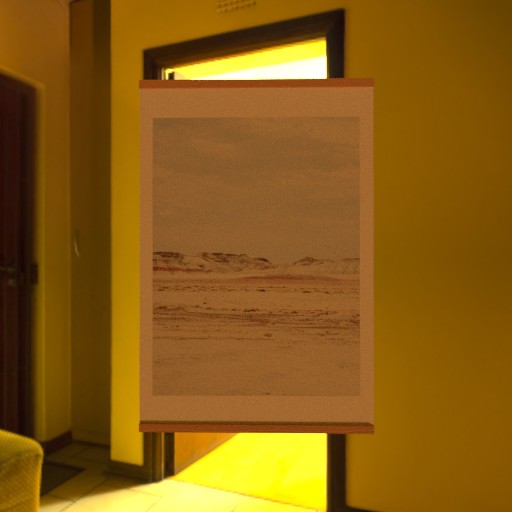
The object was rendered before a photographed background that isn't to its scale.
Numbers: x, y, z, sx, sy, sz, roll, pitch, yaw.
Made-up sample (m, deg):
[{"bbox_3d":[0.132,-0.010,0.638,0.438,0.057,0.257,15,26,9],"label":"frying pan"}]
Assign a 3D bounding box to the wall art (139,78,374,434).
[{"bbox_3d":[0.000,0.000,1.917,1.011,1.521,0.025,0,0,1],"label":"wall art"}]
